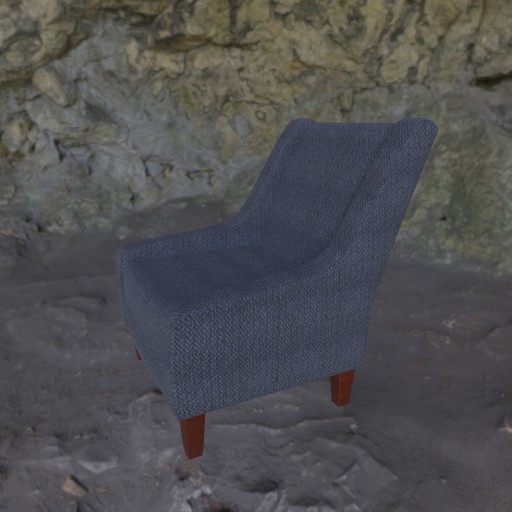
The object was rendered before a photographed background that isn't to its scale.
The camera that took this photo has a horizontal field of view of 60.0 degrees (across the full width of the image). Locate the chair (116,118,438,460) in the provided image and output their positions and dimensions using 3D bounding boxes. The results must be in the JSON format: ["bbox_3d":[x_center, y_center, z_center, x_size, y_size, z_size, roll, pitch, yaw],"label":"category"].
[{"bbox_3d":[0.000,0.000,1.700,0.944,1.012,0.793,-9,19,-26],"label":"chair"}]
